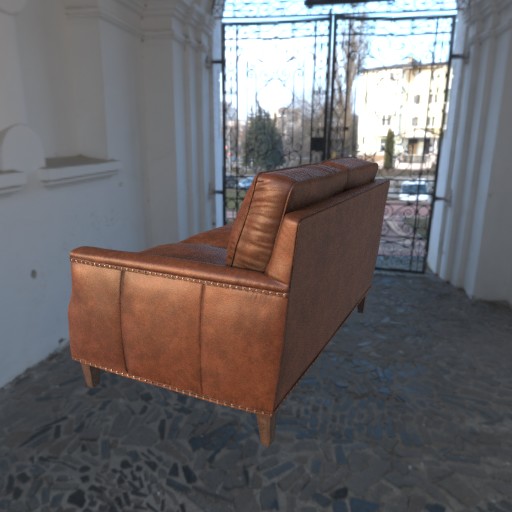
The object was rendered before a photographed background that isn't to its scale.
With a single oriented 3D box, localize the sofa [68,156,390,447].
[{"bbox_3d":[0.000,0.000,2.332,1.083,1.003,1.628,7,17,26],"label":"sofa"}]
